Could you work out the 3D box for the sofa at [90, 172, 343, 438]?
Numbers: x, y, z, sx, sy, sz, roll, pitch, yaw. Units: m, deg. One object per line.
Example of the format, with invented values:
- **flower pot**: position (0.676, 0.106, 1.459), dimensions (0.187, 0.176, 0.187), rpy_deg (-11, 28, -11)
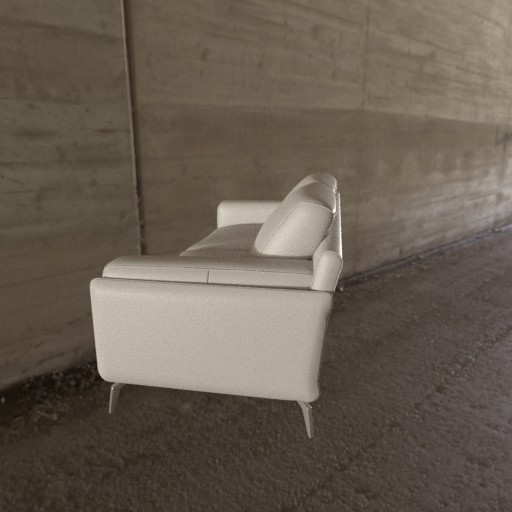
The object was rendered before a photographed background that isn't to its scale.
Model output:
- **sofa**: position (0.000, 0.000, 2.643), dimensions (1.049, 0.930, 2.101), rpy_deg (3, 15, 10)
